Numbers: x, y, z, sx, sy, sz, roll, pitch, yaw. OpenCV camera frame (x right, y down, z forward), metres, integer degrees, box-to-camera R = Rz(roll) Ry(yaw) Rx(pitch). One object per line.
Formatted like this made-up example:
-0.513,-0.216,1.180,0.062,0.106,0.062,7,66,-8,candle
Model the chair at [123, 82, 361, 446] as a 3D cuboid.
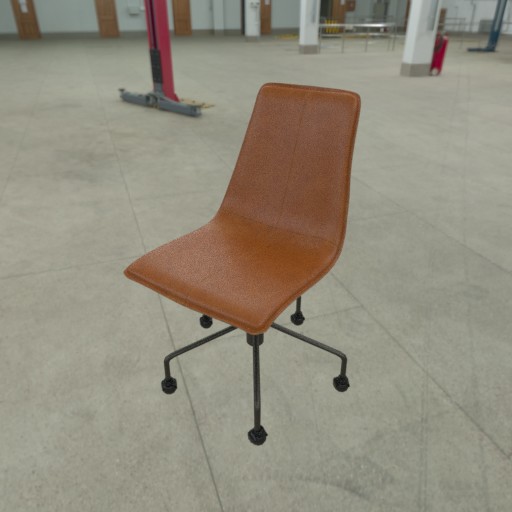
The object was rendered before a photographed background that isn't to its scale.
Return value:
0.000,0.000,1.367,0.651,0.920,0.660,19,35,30,chair
